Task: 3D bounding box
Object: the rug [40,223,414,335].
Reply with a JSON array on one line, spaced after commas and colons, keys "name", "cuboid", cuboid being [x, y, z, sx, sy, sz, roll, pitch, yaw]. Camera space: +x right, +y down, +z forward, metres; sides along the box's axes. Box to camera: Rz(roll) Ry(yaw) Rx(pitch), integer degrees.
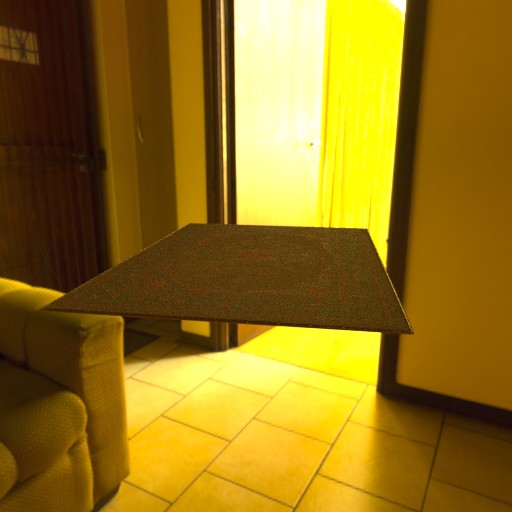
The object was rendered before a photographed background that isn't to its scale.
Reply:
[{"name": "rug", "cuboid": [0.000, 0.000, 2.909, 1.609, 0.013, 2.214, 2, 15, 9]}]
